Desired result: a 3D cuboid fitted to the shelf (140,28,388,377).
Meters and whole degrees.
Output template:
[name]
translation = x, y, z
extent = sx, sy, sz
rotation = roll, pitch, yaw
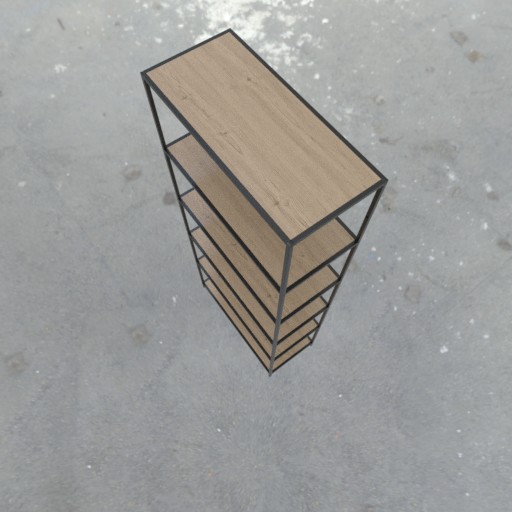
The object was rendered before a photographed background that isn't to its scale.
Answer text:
[shelf]
translation = 0.000, 0.000, 2.155
extent = 0.350, 1.850, 0.770
rotation = -34, 69, -15
